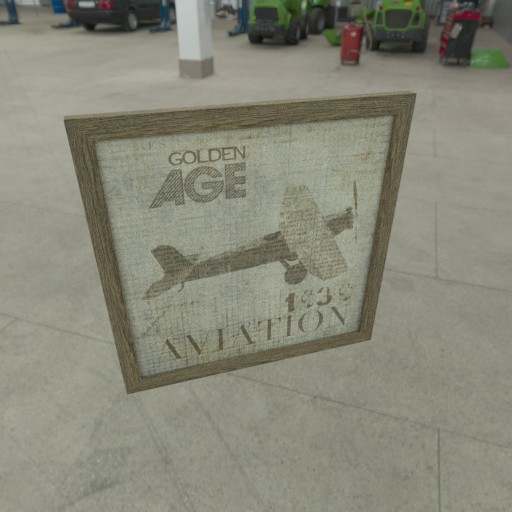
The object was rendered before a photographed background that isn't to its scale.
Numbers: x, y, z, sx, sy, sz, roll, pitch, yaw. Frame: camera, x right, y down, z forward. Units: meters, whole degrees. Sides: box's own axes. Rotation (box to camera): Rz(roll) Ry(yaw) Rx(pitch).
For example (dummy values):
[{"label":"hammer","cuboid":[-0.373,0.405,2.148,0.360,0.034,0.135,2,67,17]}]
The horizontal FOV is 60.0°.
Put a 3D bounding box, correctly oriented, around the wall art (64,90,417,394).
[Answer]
[{"label":"wall art","cuboid":[0.000,0.000,0.759,0.508,0.508,0.019,-9,34,-14]}]
